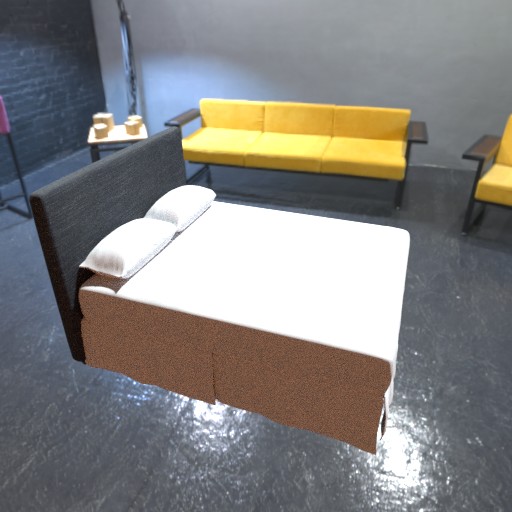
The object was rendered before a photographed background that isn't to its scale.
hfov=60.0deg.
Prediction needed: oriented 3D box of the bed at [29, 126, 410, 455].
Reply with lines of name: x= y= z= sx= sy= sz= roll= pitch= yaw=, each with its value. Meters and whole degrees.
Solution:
bed: x=0.000 y=0.000 z=3.172 sx=2.142 sy=1.330 sz=1.723 roll=10 pitch=31 yaw=17
